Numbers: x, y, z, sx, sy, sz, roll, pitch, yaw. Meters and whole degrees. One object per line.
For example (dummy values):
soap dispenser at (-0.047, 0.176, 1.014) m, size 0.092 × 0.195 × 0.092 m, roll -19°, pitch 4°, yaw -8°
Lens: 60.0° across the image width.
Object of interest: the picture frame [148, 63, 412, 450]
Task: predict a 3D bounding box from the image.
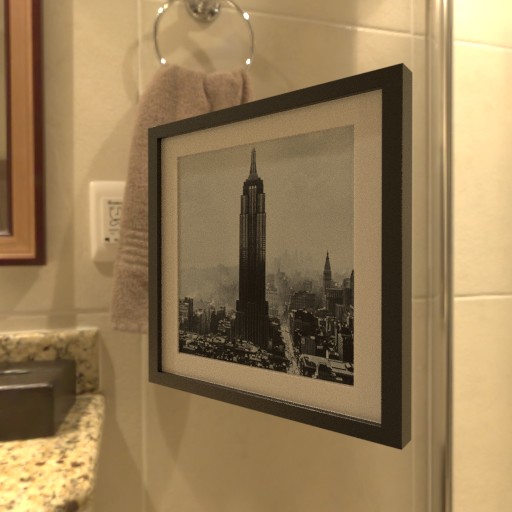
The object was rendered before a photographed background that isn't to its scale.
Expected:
picture frame at (0.000, 0.000, 0.522) m, size 0.355 × 0.353 × 0.029 m, roll 0°, pitch 1°, yaw 37°
